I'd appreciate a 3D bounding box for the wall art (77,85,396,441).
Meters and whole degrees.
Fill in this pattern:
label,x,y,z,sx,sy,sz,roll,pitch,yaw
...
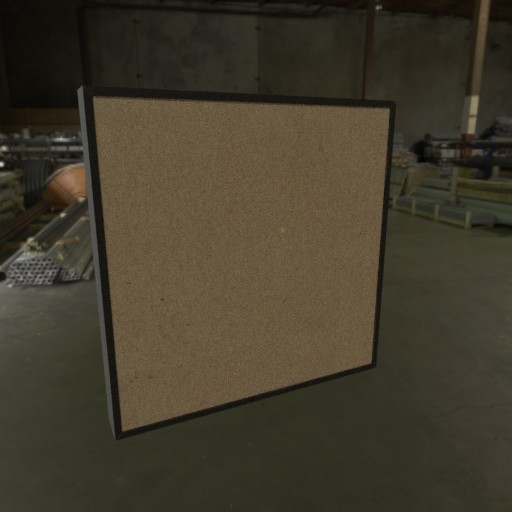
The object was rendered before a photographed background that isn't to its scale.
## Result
label,x,y,z,sx,sy,sz,roll,pitch,yaw
wall art,0.000,0.000,0.447,0.305,0.305,0.038,-7,16,-25
